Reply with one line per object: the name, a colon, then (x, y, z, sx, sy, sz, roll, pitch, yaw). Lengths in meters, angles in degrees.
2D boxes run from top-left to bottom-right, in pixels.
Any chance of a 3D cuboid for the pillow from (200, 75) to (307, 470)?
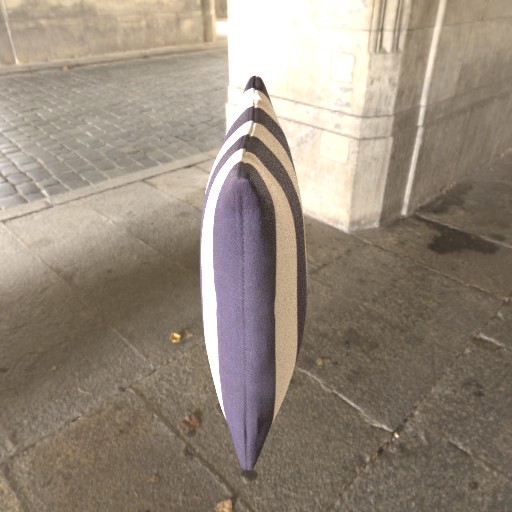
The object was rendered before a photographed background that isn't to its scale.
pillow: (0.000, 0.000, 0.799, 0.189, 0.526, 0.536, 0, 32, 0)
